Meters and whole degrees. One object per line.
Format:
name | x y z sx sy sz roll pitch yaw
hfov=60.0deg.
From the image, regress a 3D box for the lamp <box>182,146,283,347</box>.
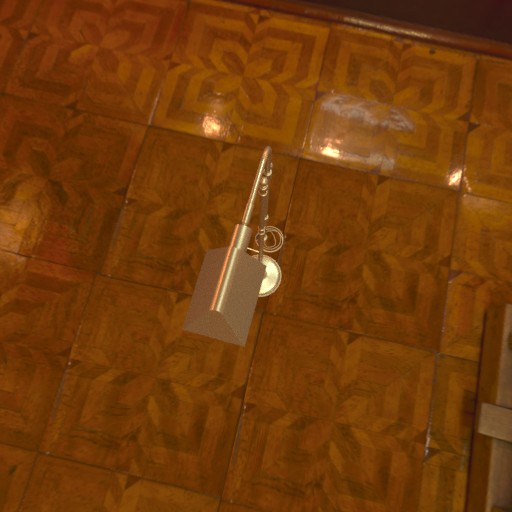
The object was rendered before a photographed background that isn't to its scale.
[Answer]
lamp | 0.000 0.000 1.869 0.256 1.571 0.813 15 76 4
